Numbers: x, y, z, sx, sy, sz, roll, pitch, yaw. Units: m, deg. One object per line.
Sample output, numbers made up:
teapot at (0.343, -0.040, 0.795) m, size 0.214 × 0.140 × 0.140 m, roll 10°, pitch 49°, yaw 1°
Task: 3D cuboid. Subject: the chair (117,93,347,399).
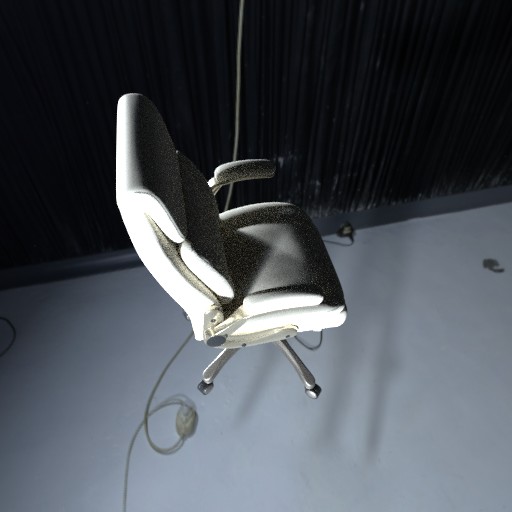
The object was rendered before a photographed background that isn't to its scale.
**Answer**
chair at (0.000, 0.000, 1.645) m, size 0.794 × 1.110 × 0.740 m, roll -11°, pitch 49°, yaw -10°
